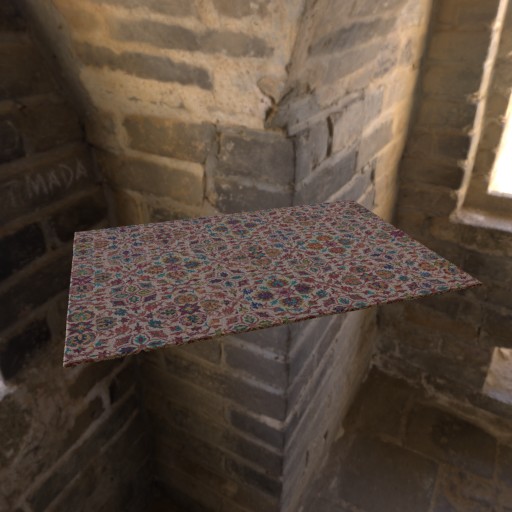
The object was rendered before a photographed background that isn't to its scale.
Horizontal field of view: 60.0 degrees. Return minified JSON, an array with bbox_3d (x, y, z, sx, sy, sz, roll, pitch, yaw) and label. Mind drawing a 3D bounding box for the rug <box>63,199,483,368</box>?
[{"bbox_3d":[0.000,0.000,2.923,2.297,0.018,1.541,-8,28,-16],"label":"rug"}]
